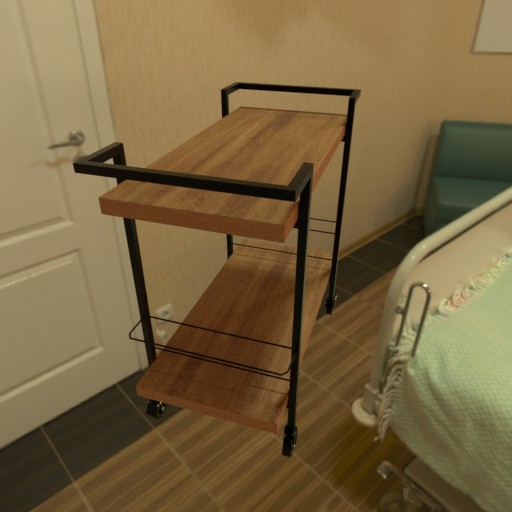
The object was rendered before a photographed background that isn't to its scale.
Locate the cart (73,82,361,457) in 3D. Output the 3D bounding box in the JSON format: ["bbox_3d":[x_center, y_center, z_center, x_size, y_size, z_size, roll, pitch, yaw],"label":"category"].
[{"bbox_3d":[0.000,0.000,1.234,0.406,0.762,0.806,10,33,16],"label":"cart"}]
